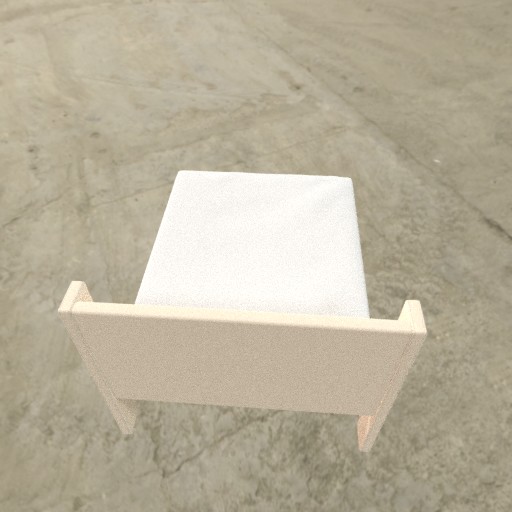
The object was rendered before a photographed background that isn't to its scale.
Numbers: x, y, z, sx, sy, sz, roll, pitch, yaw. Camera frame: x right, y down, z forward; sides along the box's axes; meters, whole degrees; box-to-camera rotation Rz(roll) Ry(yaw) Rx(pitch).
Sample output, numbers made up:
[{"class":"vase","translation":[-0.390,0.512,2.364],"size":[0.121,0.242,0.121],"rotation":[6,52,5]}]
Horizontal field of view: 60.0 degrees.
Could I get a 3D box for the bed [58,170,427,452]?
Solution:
[{"class":"bed","translation":[0.000,0.000,3.402],"size":[1.765,1.471,2.280],"rotation":[3,46,3]}]
